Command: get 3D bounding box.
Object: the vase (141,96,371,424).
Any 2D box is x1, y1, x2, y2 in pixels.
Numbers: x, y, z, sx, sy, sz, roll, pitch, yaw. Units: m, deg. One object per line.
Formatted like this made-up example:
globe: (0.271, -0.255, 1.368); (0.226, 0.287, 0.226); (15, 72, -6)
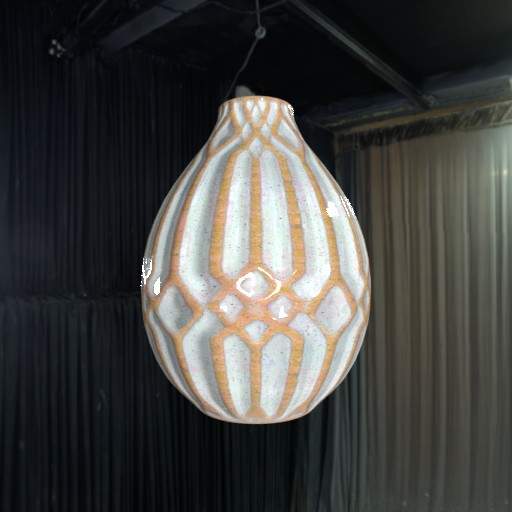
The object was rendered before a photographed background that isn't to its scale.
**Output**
vase: (0.000, 0.000, 0.262); (0.131, 0.175, 0.131); (0, -1, 0)
